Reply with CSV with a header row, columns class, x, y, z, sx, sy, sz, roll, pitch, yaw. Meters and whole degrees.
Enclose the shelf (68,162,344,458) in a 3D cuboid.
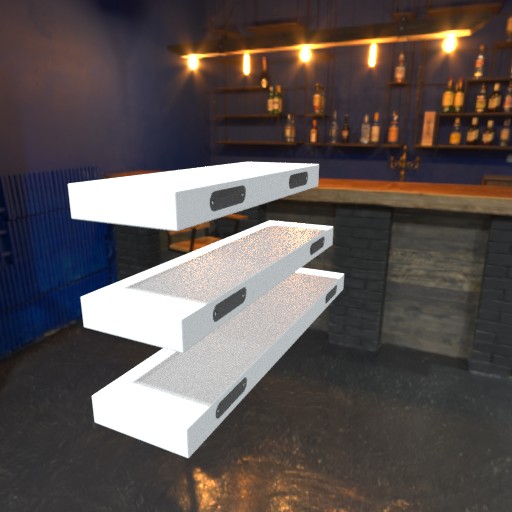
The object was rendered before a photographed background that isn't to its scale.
class,x,y,z,sx,sy,sz,roll,pitch,yaw
shelf,0.000,0.000,0.739,0.140,0.293,0.610,8,17,26
